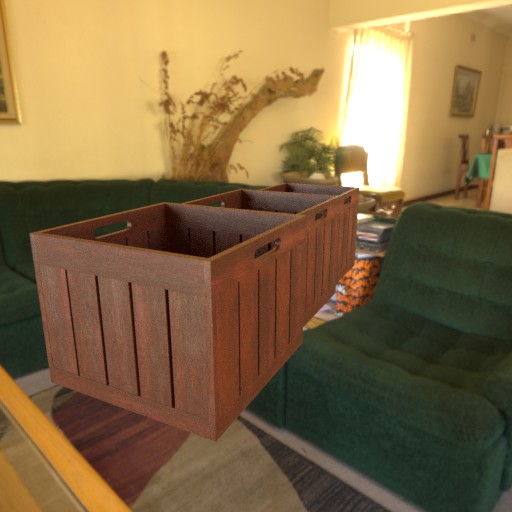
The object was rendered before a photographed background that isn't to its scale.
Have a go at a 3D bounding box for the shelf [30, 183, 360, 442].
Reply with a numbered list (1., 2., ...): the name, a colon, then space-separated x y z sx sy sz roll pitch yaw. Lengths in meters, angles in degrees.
1. shelf: 0.000 0.000 1.228 0.393 0.311 1.064 8 18 26
